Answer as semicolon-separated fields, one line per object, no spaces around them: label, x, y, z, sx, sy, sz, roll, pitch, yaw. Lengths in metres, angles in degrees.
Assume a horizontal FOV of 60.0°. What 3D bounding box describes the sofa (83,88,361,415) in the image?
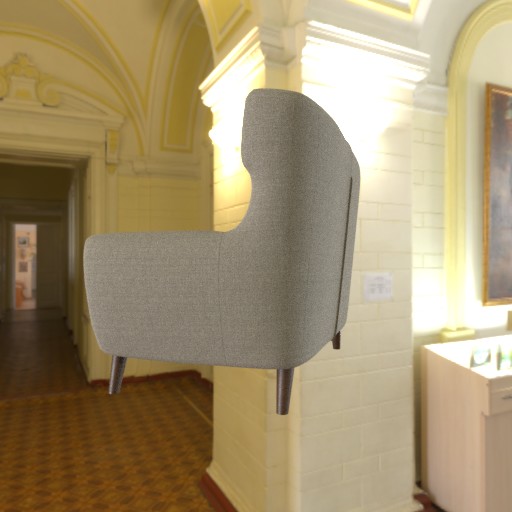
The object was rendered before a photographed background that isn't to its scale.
sofa;0.000;0.000;2.048;0.884;1.028;1.386;0;0;20
